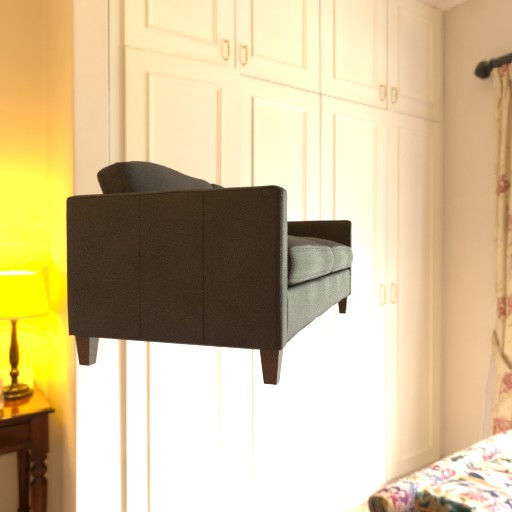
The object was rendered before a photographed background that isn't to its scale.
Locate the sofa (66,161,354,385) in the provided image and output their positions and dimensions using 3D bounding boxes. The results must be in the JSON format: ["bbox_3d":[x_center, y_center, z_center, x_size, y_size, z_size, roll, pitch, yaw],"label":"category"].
[{"bbox_3d":[0.000,0.000,2.517,0.933,0.863,1.971,0,1,19],"label":"sofa"}]
